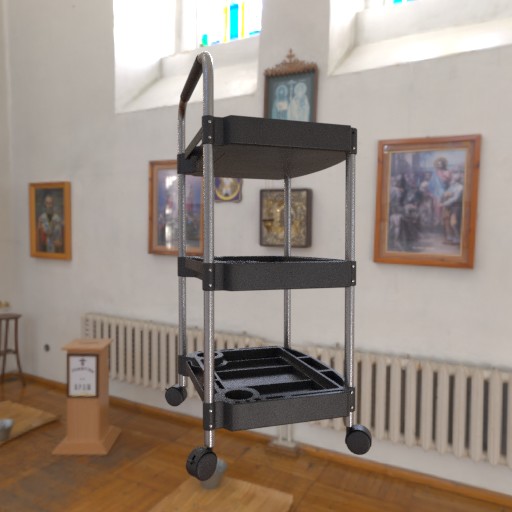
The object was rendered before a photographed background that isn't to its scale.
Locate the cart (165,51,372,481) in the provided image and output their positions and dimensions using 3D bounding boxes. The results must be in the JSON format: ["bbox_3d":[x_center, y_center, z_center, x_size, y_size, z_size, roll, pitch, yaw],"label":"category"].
[{"bbox_3d":[0.000,0.000,1.388,0.518,1.075,0.584,-1,2,-17],"label":"cart"}]
